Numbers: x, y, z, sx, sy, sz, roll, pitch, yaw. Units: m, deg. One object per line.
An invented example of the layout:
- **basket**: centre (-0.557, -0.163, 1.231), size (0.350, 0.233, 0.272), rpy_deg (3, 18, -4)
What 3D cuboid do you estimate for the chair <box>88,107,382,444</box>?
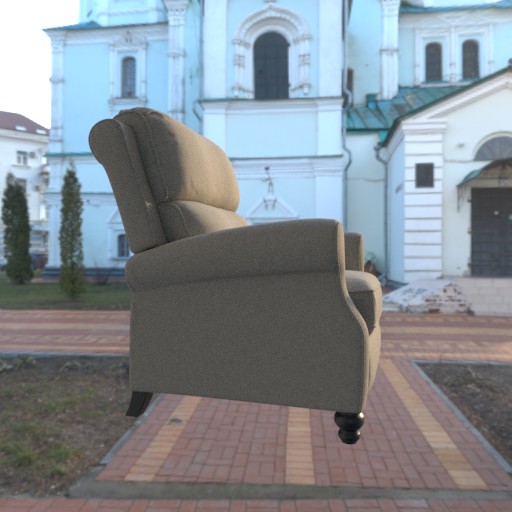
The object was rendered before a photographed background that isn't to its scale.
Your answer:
- **chair**: centre (0.000, 0.000, 1.691), size (0.919, 1.046, 0.859), rpy_deg (0, 0, 18)
